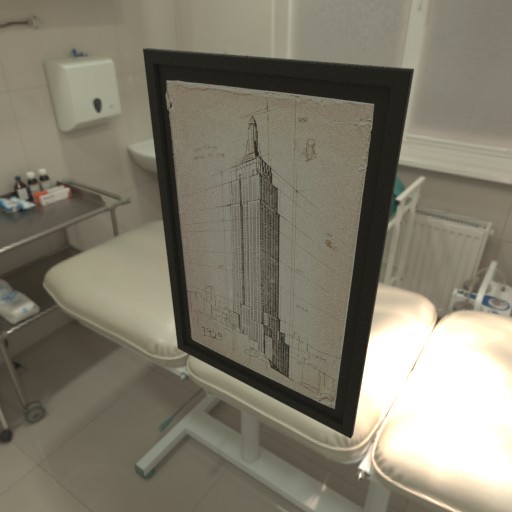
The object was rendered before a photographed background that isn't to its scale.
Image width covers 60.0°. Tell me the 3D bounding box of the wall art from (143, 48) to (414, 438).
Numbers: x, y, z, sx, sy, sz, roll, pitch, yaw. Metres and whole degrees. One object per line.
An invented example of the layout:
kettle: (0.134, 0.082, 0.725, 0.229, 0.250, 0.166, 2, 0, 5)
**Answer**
wall art: (0.000, 0.000, 0.802, 0.451, 0.661, 0.012, 19, 35, 29)
